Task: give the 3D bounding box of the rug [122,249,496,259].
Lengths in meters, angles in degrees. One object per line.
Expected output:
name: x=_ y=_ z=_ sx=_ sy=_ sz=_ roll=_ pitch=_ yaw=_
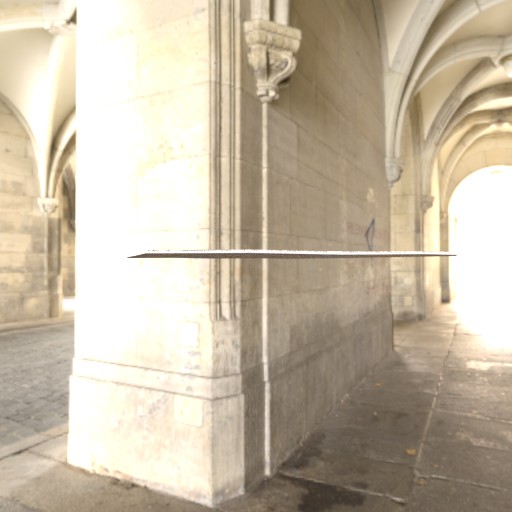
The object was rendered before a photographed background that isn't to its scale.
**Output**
rug: x=0.000 y=0.000 z=3.892 sx=2.158 sy=0.024 sz=3.063 roll=0 pitch=-1 yaw=-19
